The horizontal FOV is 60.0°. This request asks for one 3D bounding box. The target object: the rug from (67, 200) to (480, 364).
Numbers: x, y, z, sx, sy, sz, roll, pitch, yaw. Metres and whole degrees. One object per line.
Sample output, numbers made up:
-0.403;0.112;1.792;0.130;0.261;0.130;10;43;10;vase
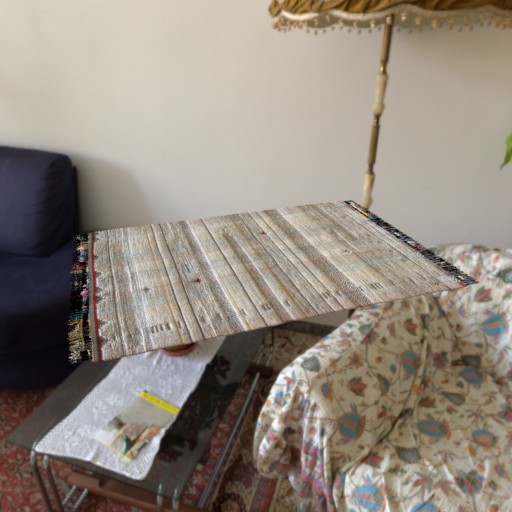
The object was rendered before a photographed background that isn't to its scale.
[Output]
0.000;0.000;2.334;1.848;0.012;1.217;-9;29;-17;rug
